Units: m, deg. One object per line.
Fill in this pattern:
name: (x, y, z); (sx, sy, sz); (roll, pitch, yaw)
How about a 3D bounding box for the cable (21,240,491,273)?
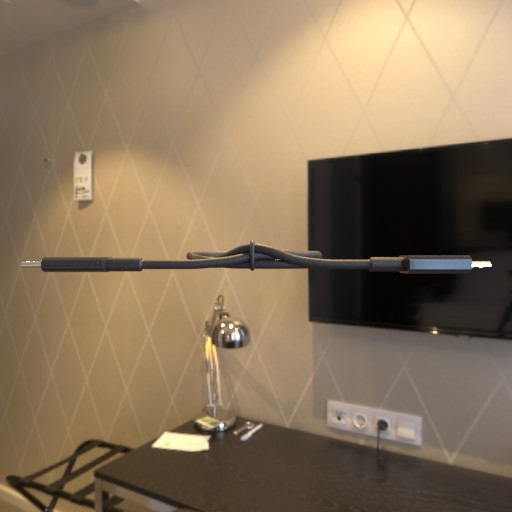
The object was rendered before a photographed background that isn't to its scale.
cable: (0.000, 0.000, 0.213); (0.192, 0.014, 0.070); (0, 0, 0)
